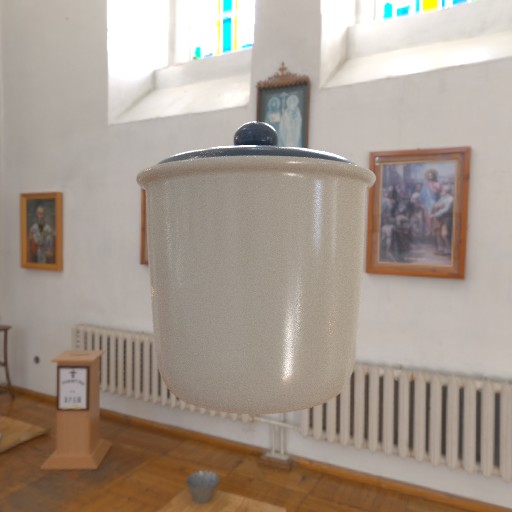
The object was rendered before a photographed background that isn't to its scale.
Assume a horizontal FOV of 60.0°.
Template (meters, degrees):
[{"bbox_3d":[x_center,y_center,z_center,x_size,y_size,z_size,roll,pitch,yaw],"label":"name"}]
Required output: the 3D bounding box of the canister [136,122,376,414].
[{"bbox_3d":[0.000,0.000,0.348,0.182,0.208,0.182,0,0,0],"label":"canister"}]
